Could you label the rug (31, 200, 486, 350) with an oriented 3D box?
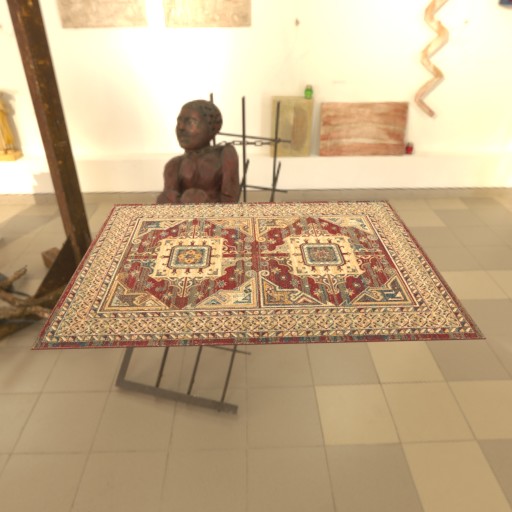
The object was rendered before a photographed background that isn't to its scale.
[{"bbox_3d":[0.000,0.000,4.127,3.197,0.013,2.381,-1,31,-2],"label":"rug"}]
